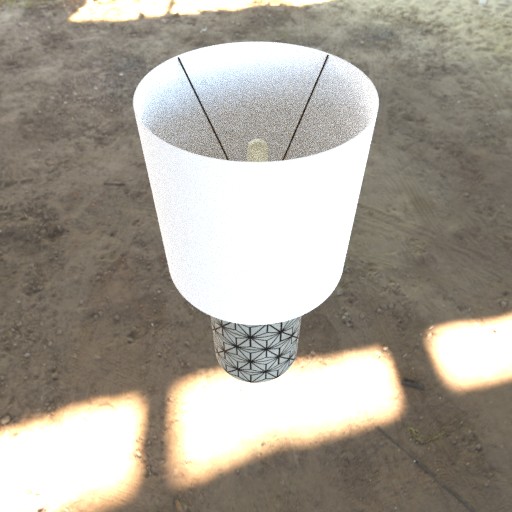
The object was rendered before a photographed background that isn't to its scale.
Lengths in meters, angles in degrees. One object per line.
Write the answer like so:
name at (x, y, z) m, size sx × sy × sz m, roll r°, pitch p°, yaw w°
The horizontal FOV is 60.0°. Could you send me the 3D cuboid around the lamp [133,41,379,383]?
lamp at (0.000, 0.000, 0.531) m, size 0.206 × 0.416 × 0.206 m, roll 34°, pitch 56°, yaw 27°
